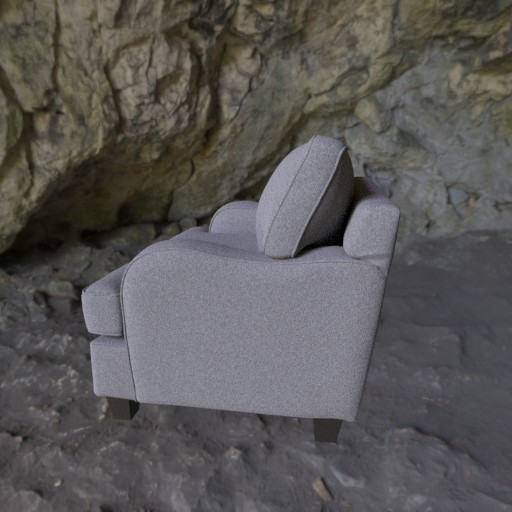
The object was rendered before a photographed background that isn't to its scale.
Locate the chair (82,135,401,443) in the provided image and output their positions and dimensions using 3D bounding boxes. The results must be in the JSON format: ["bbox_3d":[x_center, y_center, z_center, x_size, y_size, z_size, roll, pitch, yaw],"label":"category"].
[{"bbox_3d":[0.000,0.000,1.967,1.040,1.016,1.220,2,14,10],"label":"chair"}]
